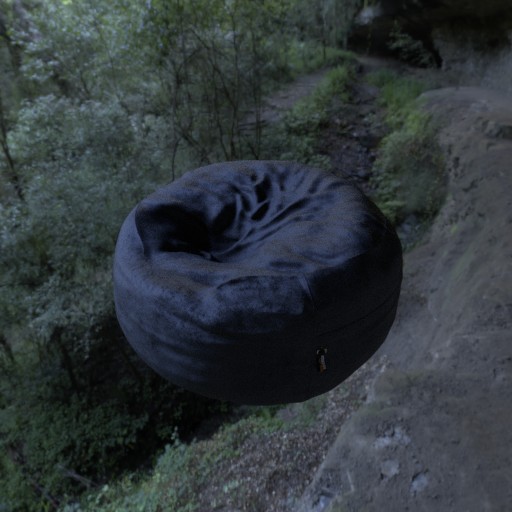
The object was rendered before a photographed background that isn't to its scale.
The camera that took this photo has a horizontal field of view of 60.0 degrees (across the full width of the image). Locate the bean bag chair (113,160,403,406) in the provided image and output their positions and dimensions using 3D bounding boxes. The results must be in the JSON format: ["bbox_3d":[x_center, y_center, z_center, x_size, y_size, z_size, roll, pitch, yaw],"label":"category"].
[{"bbox_3d":[0.000,0.000,2.403,1.525,0.751,1.525,0,31,0],"label":"bean bag chair"}]
